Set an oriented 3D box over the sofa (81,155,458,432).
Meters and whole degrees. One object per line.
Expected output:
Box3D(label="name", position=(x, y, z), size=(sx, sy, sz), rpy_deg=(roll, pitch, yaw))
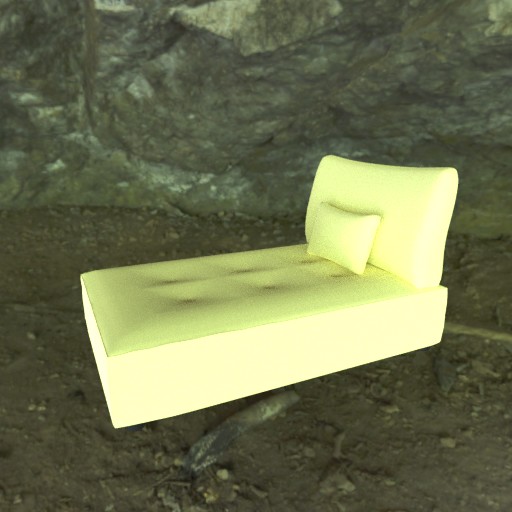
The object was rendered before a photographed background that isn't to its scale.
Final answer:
Box3D(label="sofa", position=(0.000, 0.000, 2.009), size=(1.450, 0.820, 0.930), rpy_deg=(-7, 17, -25))
